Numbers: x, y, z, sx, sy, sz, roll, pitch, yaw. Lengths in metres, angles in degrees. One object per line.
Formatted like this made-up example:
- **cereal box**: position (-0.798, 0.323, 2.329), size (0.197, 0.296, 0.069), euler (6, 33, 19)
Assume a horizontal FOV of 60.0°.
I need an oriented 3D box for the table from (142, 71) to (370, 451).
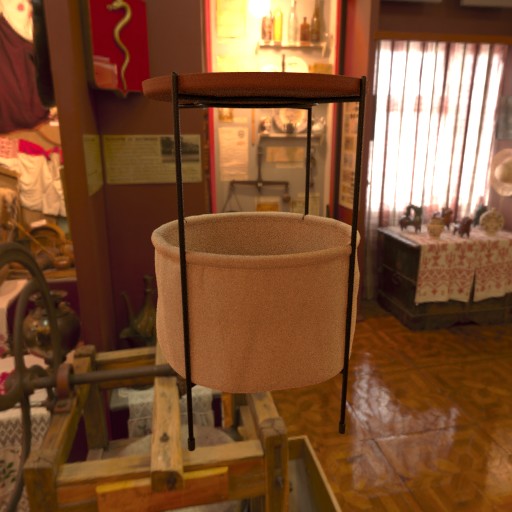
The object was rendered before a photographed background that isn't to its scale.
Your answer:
- **table**: position (0.000, 0.000, 0.857), size (0.393, 0.623, 0.393), euler (-3, 16, -9)
